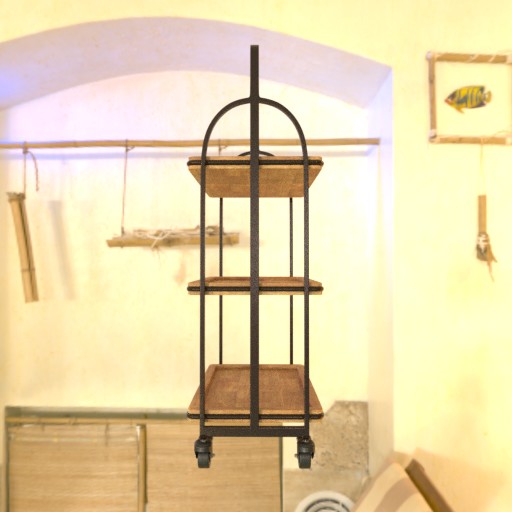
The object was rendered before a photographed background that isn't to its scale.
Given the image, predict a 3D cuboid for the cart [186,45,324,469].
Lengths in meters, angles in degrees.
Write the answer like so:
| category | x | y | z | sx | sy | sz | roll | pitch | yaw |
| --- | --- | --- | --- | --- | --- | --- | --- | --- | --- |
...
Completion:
| category | x | y | z | sx | sy | sz | roll | pitch | yaw |
| --- | --- | --- | --- | --- | --- | --- | --- | --- | --- |
| cart | 0.000 | 0.000 | 1.272 | 0.327 | 1.001 | 0.553 | 0 | -1 | 0 |
